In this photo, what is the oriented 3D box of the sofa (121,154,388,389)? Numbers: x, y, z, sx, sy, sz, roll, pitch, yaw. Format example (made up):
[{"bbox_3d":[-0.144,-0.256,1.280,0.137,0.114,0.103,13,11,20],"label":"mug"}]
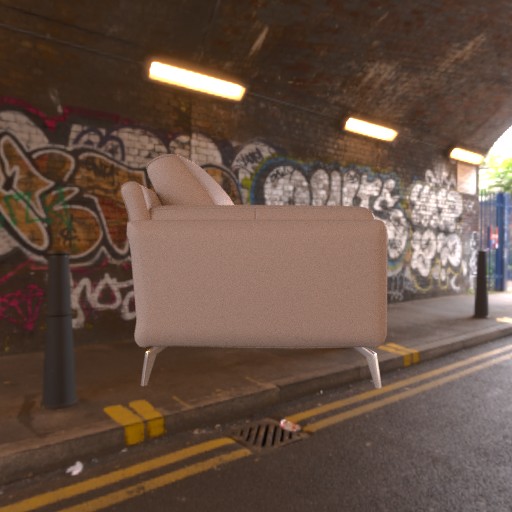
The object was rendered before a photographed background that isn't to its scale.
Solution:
[{"bbox_3d":[0.000,0.000,2.597,1.049,0.930,2.101,0,1,1],"label":"sofa"}]
